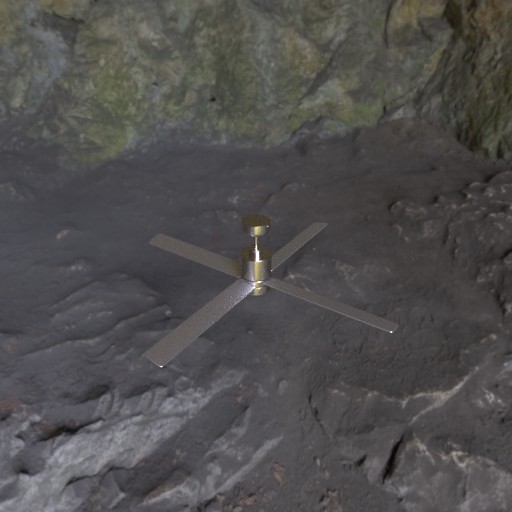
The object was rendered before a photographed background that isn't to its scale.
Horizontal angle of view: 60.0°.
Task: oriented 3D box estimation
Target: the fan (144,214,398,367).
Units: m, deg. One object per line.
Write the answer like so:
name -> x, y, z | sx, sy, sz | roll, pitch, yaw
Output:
fan -> 0.000, 0.000, 1.989 | 1.322, 0.355, 1.322 | 19, 36, 29
